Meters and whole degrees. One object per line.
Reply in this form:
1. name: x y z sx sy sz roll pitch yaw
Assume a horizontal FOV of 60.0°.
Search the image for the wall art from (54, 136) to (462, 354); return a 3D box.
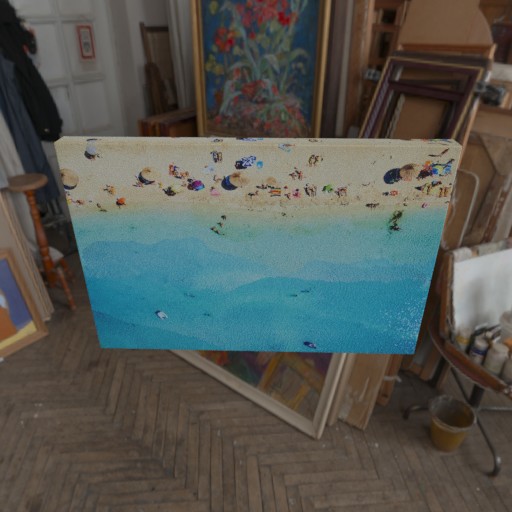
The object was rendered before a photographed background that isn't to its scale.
1. wall art: 0.000 0.000 0.777 0.609 0.406 0.039 1 30 1
